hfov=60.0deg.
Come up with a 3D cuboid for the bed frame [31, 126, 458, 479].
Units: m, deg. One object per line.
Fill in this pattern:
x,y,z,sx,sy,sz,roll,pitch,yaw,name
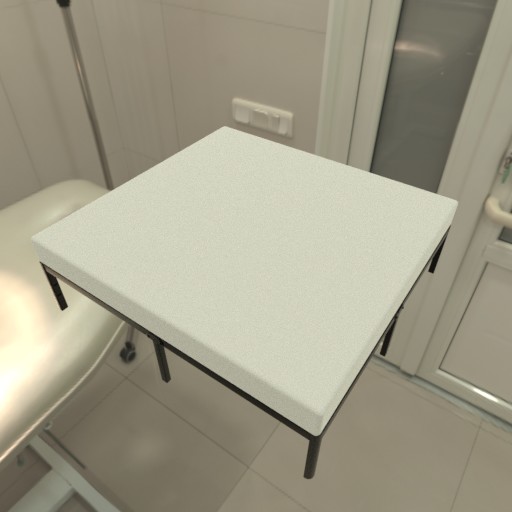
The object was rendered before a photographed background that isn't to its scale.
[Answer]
0.000,0.000,3.107,2.079,0.659,1.963,25,47,26,bed frame
